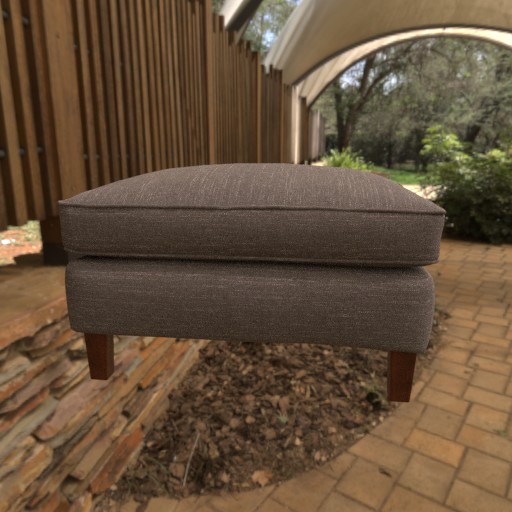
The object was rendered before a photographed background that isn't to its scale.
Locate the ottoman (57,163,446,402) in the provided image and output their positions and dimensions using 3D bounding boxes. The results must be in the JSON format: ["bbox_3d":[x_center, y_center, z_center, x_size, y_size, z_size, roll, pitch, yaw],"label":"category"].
[{"bbox_3d":[0.000,0.000,0.994,0.686,0.406,0.508,2,15,8],"label":"ottoman"}]
